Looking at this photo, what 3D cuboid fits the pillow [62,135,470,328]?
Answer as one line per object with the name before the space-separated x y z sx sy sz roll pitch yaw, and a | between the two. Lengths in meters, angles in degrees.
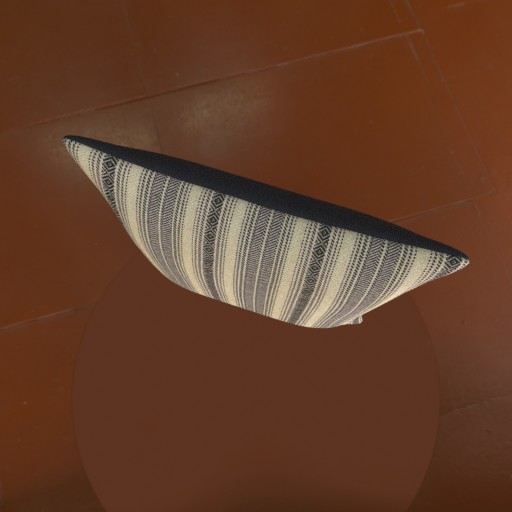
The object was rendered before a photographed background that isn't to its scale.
pillow | 0.000 0.000 0.776 0.520 0.508 0.166 17 75 5
